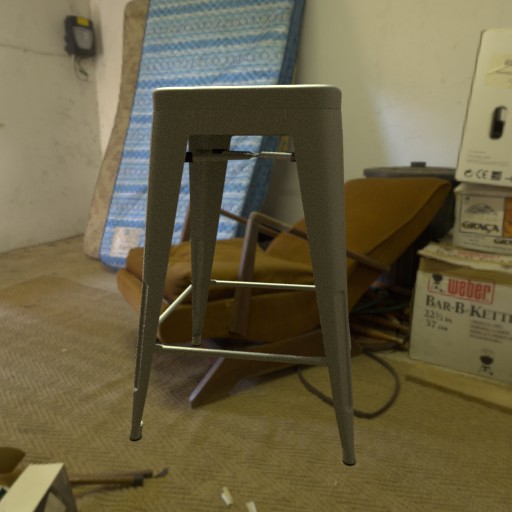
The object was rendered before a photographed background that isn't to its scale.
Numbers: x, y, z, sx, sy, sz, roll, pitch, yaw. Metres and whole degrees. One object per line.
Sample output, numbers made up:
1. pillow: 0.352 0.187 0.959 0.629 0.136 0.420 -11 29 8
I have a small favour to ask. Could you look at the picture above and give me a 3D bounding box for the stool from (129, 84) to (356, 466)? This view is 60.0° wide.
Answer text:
1. stool: 0.000 0.000 0.888 0.406 0.610 0.406 2 15 9
